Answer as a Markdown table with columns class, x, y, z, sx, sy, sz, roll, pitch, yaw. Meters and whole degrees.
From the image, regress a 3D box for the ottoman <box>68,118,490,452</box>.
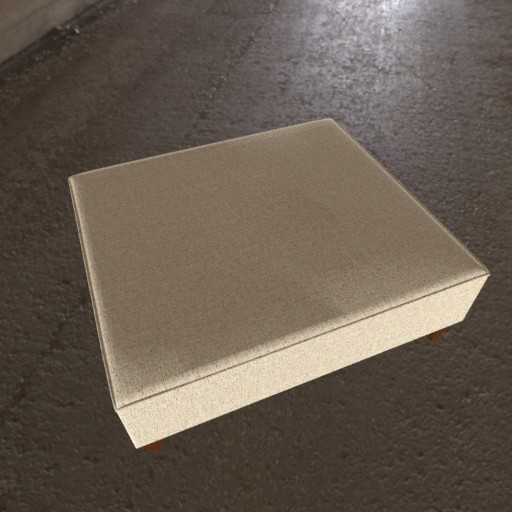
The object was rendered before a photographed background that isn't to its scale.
| class | x | y | z | sx | sy | sz | roll | pitch | yaw |
| --- | --- | --- | --- | --- | --- | --- | --- | --- | --- |
| ottoman | 0.000 | 0.000 | 1.206 | 0.835 | 0.303 | 0.736 | -17 | 49 | -15 |
